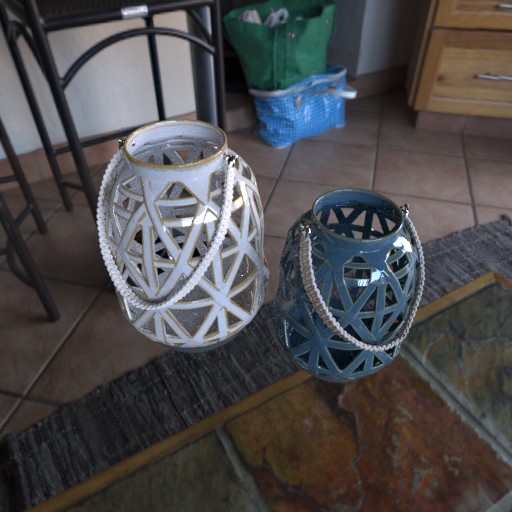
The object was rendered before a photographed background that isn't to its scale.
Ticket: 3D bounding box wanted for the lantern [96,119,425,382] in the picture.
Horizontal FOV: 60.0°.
[{"bbox_3d":[0.000,0.000,0.610,0.439,0.307,0.245,11,42,13],"label":"lantern"}]
